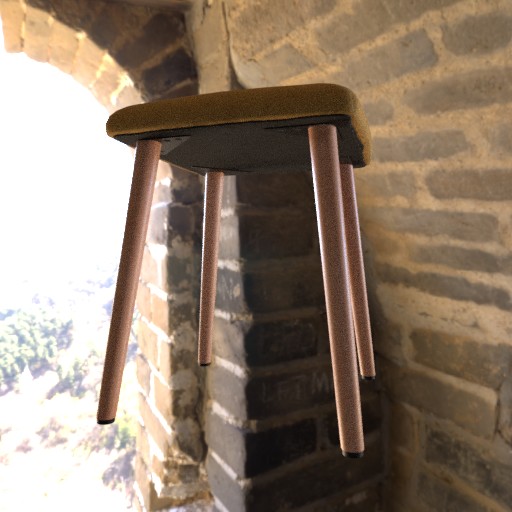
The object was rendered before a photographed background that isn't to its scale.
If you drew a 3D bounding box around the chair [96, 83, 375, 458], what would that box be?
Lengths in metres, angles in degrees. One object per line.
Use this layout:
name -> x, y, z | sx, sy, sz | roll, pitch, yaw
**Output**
chair -> 0.000, 0.000, 0.694 | 0.350, 0.440, 0.350 | 0, 0, 17
